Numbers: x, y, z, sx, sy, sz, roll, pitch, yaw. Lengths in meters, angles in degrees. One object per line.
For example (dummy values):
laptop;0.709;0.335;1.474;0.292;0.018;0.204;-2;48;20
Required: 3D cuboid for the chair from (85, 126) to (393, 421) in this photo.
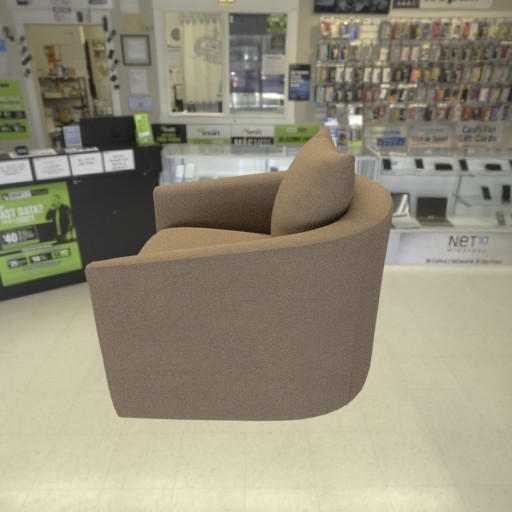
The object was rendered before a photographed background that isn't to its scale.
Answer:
chair;0.000;0.000;1.613;0.910;0.848;0.845;1;24;2
